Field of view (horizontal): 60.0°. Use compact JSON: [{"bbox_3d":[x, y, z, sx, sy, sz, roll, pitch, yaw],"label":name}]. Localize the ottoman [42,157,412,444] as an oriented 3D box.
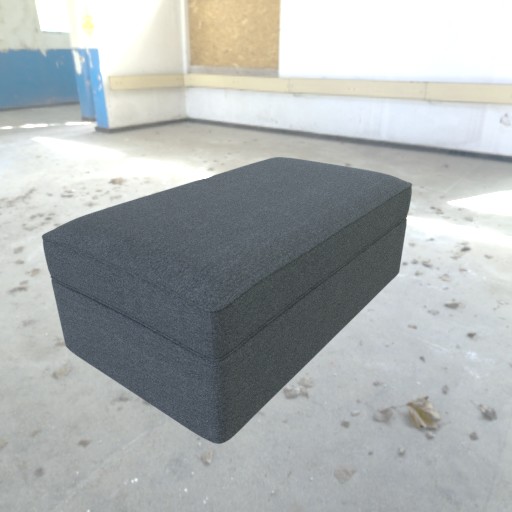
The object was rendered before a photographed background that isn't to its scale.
[{"bbox_3d":[0.000,0.000,1.567,0.681,0.494,1.173,18,30,33],"label":"ottoman"}]
